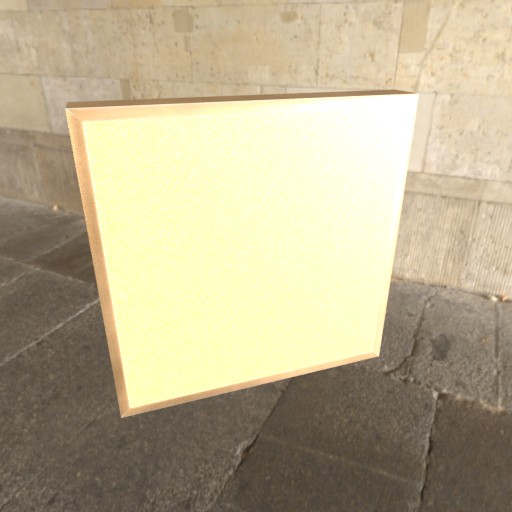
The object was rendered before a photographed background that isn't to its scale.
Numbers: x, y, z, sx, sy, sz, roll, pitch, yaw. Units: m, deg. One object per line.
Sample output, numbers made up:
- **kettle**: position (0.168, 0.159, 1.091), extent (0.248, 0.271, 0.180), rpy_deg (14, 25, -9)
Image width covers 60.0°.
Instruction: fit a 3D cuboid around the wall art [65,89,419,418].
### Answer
- **wall art**: position (0.000, 0.000, 0.447), extent (0.305, 0.303, 0.038), rpy_deg (-9, 27, -17)
